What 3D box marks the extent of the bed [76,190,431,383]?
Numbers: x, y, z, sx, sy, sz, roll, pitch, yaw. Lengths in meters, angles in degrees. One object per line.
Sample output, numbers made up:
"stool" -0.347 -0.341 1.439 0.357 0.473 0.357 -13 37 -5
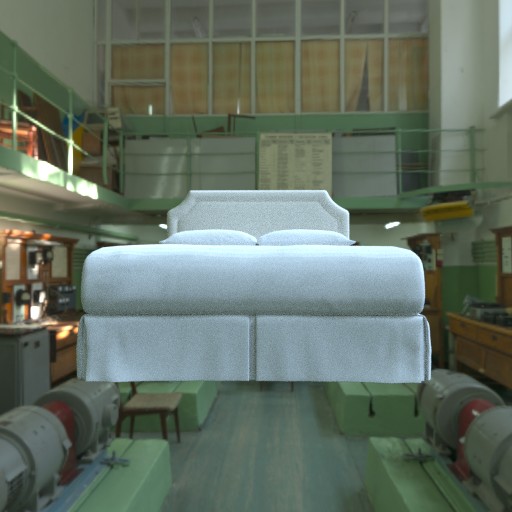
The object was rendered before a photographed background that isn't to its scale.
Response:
"bed" 0.000 0.000 3.826 2.134 1.524 2.548 0 -1 1
